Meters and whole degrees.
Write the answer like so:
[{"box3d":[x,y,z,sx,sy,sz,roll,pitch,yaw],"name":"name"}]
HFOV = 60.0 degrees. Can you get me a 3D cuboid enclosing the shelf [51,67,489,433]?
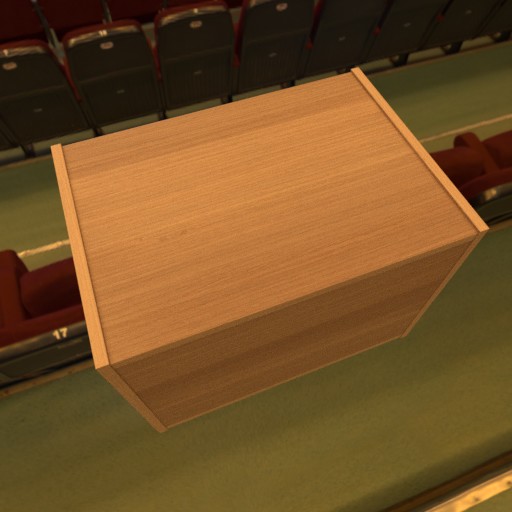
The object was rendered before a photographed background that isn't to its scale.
[{"box3d":[0.000,0.000,0.627,0.415,0.305,0.290,-18,60,-11],"name":"shelf"}]
